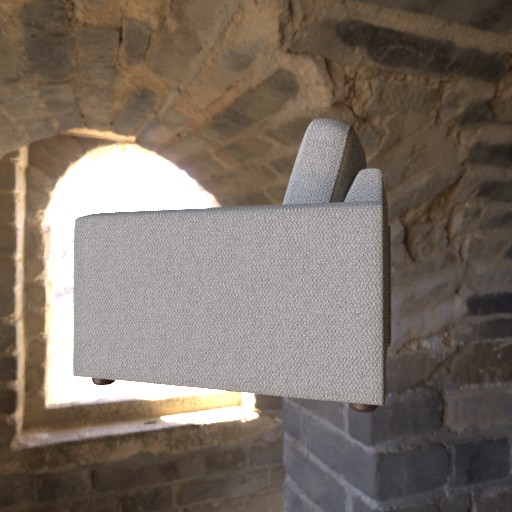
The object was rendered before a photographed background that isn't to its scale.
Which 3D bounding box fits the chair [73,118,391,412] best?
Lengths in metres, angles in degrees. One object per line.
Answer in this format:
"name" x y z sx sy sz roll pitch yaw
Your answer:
"chair" 0.000 0.000 1.770 1.016 0.873 1.005 0 -1 18
